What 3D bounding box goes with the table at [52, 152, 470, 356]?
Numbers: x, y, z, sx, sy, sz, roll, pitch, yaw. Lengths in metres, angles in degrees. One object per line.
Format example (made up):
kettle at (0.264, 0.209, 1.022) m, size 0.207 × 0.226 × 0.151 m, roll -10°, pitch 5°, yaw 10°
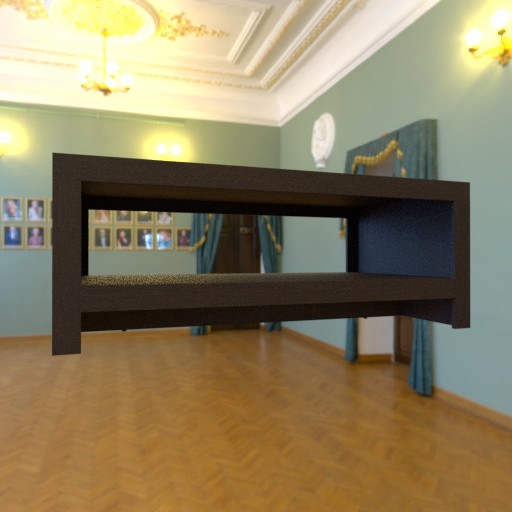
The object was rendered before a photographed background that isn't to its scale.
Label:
table at (0.000, 0.000, 1.378) m, size 1.099 × 0.424 × 0.597 m, roll 0°, pitch 0°, yaw -19°
